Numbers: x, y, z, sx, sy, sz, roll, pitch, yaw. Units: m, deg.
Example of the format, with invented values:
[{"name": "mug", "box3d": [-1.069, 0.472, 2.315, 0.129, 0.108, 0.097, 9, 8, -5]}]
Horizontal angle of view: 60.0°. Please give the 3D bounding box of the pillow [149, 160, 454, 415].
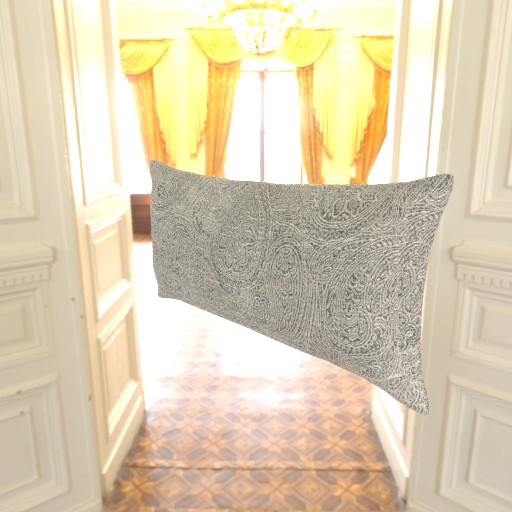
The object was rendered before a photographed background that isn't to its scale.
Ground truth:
[{"name": "pillow", "box3d": [0.000, 0.000, 0.727, 0.151, 0.295, 0.615, -13, 19, -43]}]
